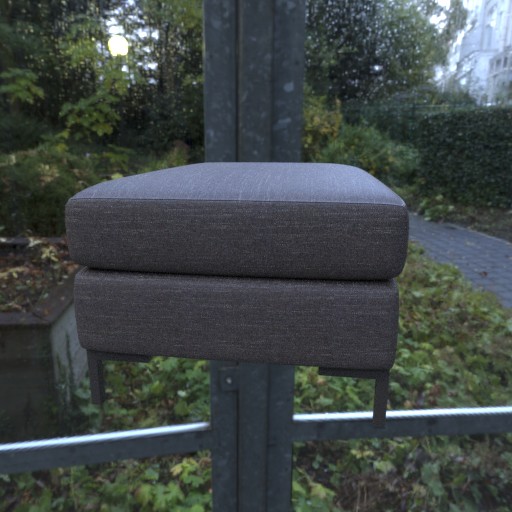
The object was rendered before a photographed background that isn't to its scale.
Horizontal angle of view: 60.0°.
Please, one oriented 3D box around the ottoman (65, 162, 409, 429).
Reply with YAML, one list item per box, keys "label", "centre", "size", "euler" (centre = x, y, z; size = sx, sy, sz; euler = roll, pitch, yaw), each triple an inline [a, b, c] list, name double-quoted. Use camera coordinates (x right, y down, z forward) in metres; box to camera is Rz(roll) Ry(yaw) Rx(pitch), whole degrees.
- label: "ottoman"
  centre: [0.000, 0.000, 1.227]
  size: [0.671, 0.490, 0.820]
  euler: [2, 15, 8]
